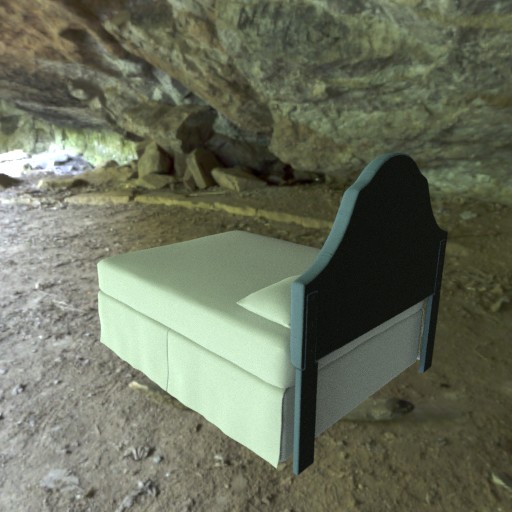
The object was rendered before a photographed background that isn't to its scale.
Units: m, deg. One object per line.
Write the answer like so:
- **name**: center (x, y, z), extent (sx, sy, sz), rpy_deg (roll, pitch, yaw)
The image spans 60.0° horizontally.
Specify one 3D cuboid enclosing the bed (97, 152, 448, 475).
- **bed**: center (0.000, 0.000, 3.282), extent (1.636, 1.575, 2.155), rpy_deg (-15, 22, -42)
